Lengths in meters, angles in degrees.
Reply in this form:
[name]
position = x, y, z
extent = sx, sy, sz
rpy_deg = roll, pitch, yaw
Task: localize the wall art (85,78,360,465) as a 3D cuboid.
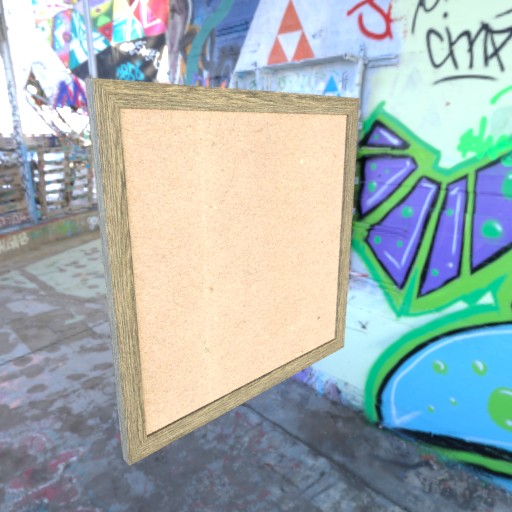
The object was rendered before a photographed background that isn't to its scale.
[wall art]
position = 0.000, 0.000, 0.726
extent = 0.508, 0.508, 0.019
rpy_deg = -15, 22, -41
